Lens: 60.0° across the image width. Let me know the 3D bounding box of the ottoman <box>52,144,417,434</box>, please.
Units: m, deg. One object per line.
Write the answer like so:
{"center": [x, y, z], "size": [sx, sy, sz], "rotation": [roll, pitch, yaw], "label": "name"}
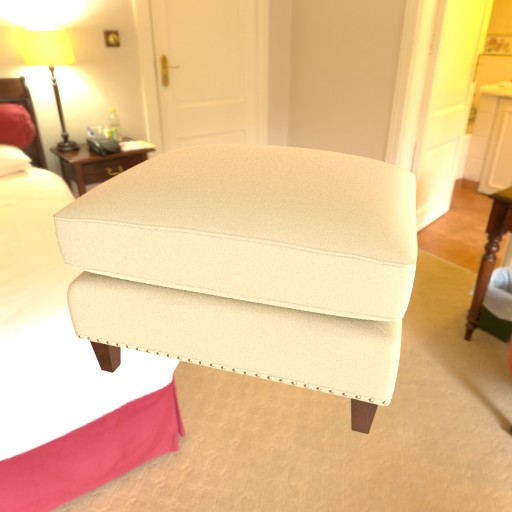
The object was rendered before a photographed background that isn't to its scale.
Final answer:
{"center": [0.000, 0.000, 1.148], "size": [0.741, 0.513, 0.584], "rotation": [8, 28, 16], "label": "ottoman"}
